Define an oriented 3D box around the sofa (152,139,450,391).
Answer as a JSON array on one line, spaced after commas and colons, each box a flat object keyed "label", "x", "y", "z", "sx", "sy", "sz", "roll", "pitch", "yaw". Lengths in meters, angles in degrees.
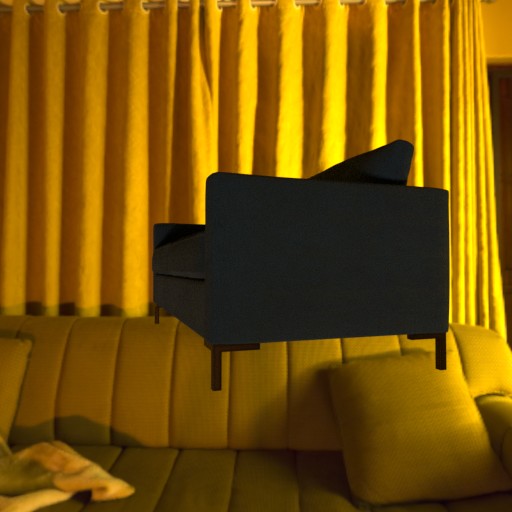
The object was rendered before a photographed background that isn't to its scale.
[{"label": "sofa", "x": 0.000, "y": 0.000, "z": 2.163, "sx": 0.875, "sy": 0.817, "sz": 1.676, "roll": 0, "pitch": -2, "yaw": -19}]
